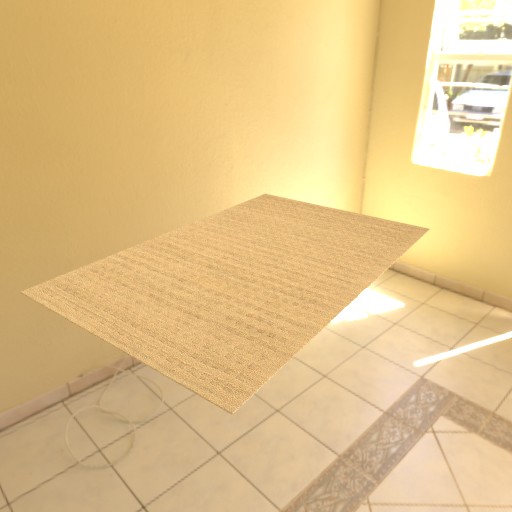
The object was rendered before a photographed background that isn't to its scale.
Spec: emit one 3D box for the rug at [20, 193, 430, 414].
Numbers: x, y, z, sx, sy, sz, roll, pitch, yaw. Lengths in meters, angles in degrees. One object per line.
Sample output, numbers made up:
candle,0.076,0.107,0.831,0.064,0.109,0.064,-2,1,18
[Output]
rug,0.000,0.000,2.173,1.142,0.006,1.752,17,30,33
